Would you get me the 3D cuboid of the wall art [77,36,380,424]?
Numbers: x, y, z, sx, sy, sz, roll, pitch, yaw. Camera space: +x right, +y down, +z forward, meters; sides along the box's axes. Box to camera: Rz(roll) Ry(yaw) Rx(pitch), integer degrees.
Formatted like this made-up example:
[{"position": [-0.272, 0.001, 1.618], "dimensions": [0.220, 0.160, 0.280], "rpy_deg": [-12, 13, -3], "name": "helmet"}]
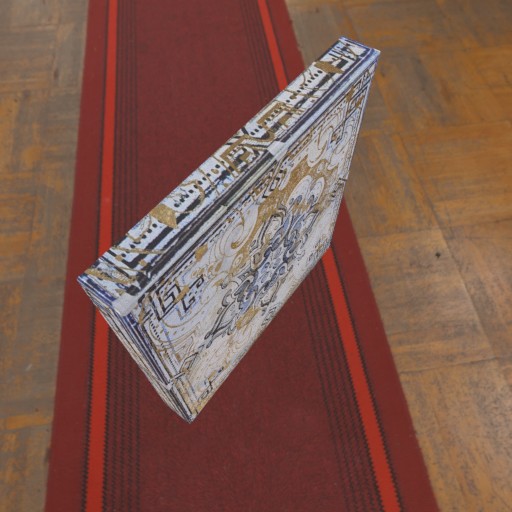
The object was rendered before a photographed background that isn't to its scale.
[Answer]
[{"position": [0.000, 0.000, 0.447], "dimensions": [0.038, 0.306, 0.302], "rpy_deg": [32, 64, 18], "name": "wall art"}]
